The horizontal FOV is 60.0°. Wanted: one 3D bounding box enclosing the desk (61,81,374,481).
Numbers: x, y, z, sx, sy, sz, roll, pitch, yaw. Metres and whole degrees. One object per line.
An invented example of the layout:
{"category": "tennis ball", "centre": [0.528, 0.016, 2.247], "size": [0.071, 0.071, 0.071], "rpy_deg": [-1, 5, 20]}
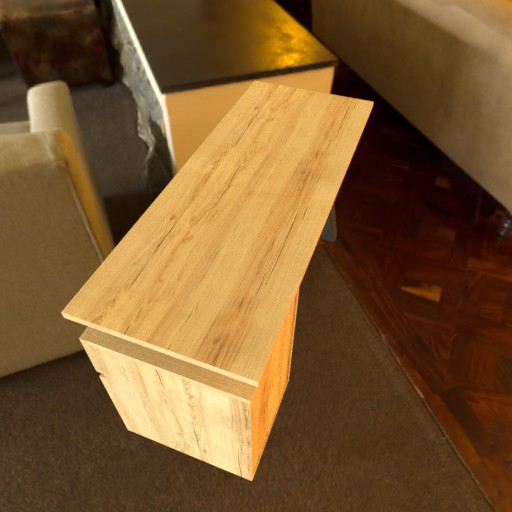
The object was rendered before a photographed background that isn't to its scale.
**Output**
{"category": "desk", "centre": [0.000, 0.000, 1.811], "size": [0.550, 0.760, 1.400], "rpy_deg": [16, 49, 14]}
